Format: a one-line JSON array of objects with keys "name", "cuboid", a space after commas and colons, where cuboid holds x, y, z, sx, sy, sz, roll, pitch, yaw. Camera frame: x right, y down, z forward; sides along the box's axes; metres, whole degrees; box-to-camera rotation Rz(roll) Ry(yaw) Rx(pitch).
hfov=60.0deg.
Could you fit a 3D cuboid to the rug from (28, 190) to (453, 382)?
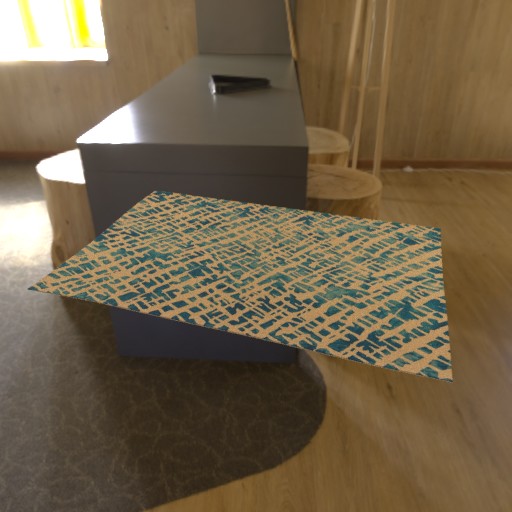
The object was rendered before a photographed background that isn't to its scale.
[{"name": "rug", "cuboid": [0.000, 0.000, 2.279, 1.830, 0.011, 1.209, 9, 32, 15]}]
